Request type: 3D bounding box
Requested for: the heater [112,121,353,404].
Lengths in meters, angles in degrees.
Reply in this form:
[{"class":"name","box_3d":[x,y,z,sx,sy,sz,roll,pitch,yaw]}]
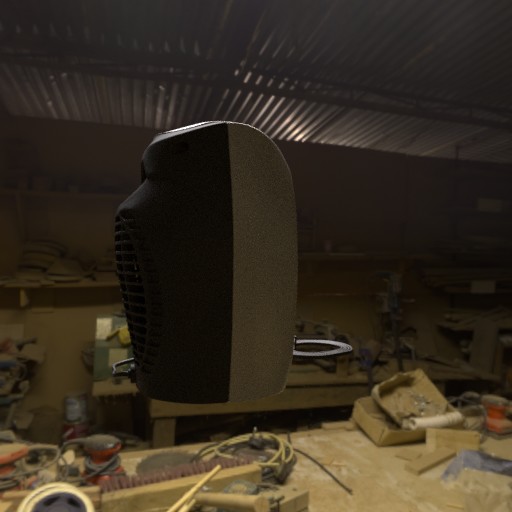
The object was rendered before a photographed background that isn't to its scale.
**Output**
[{"class":"heater","box_3d":[0.000,0.000,0.468,0.291,0.240,0.239,0,-1,-17]}]
